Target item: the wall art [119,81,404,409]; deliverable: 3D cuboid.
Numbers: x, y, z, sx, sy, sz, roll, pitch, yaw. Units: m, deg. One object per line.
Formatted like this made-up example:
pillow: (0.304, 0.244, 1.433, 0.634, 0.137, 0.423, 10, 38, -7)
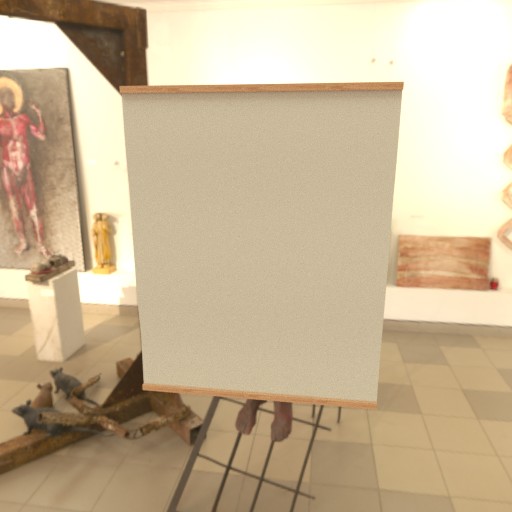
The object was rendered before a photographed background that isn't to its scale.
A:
wall art: (0.000, 0.000, 0.700, 0.406, 0.508, 0.013, 2, 16, 8)
